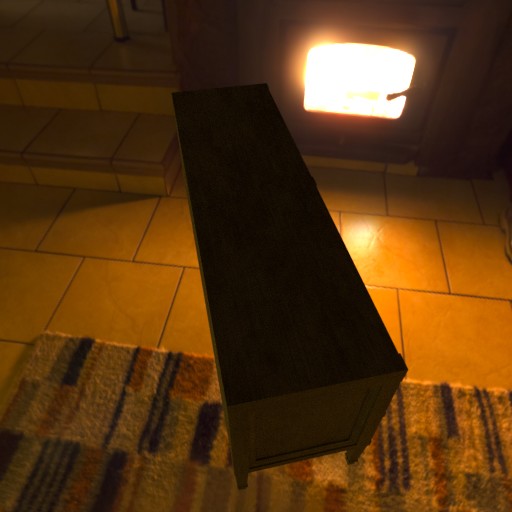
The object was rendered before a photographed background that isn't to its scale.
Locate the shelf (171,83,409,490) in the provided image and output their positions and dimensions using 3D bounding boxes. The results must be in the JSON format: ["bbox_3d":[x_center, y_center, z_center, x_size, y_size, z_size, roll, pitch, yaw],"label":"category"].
[{"bbox_3d":[0.000,0.000,1.867,0.479,0.719,1.575,-9,48,-8],"label":"shelf"}]
